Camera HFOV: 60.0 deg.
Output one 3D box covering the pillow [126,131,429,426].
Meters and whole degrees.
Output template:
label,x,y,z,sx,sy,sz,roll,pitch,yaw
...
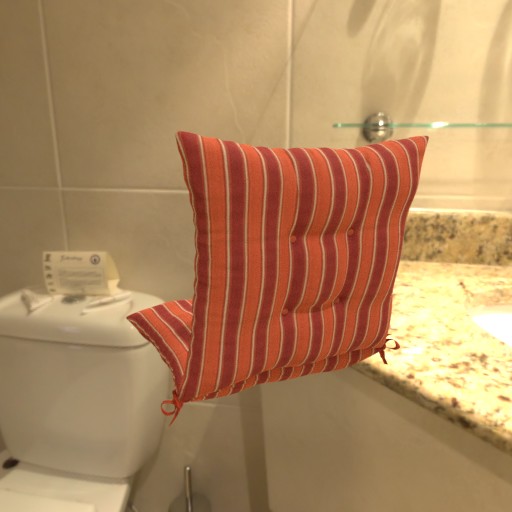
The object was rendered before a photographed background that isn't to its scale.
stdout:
label,x,y,z,sx,sy,sz,roll,pitch,yaw
pillow,0.000,0.000,1.018,0.541,0.536,0.585,-7,16,-26
